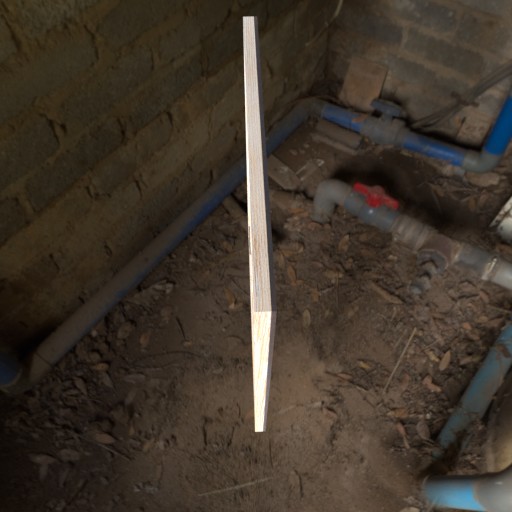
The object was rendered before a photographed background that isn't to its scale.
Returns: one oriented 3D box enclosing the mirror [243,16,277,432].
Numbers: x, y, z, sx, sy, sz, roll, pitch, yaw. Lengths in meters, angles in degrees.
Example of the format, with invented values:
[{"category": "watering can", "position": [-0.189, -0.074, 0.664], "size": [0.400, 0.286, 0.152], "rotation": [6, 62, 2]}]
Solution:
[{"category": "mirror", "position": [0.000, 0.000, 1.187], "size": [0.032, 0.882, 0.730], "rotation": [-2, 58, -1]}]
